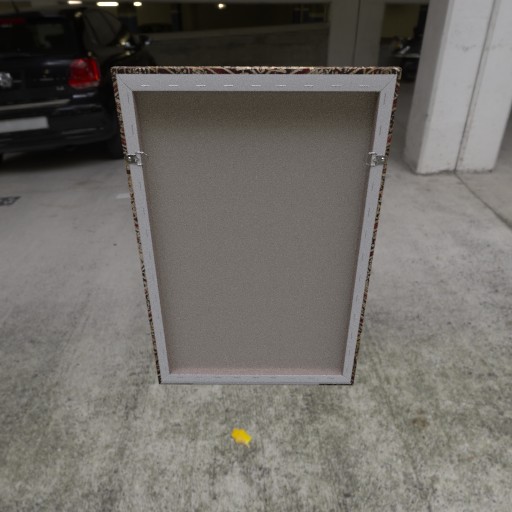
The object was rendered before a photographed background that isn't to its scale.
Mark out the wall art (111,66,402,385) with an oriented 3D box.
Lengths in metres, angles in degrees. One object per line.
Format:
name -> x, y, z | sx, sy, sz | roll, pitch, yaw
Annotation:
wall art -> 0.000, 0.000, 1.148 | 0.599, 0.904, 0.030 | 0, 30, 0
